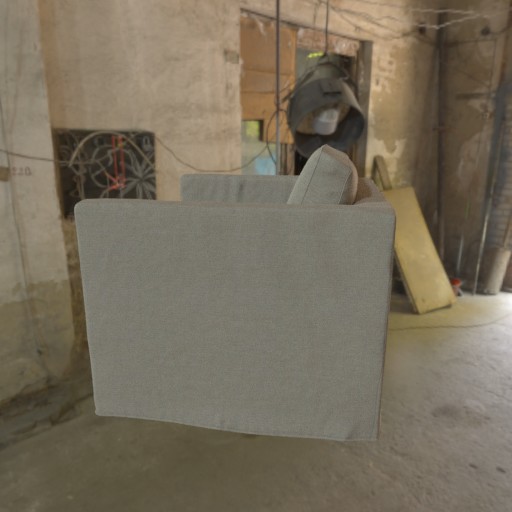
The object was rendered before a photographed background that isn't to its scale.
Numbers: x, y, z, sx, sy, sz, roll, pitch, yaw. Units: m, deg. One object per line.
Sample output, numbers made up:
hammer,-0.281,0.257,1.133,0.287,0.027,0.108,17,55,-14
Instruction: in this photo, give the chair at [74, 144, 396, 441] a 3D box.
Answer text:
chair,0.000,0.000,1.772,0.949,0.863,1.057,3,15,9
